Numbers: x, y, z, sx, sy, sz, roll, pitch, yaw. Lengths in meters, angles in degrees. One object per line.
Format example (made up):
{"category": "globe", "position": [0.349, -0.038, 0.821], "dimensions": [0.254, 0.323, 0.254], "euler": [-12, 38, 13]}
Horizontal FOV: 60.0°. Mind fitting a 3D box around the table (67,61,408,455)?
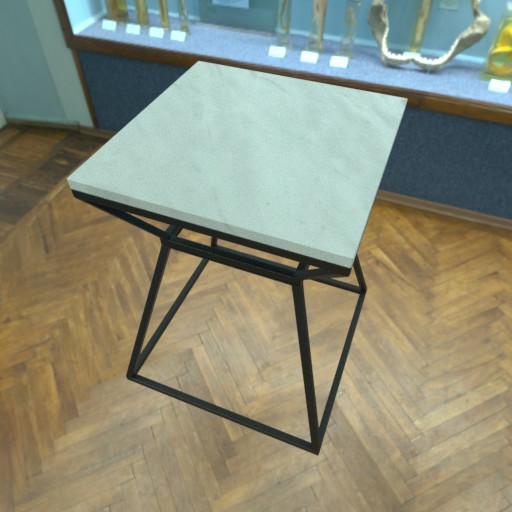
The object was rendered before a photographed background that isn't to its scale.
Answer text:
{"category": "table", "position": [0.000, 0.000, 0.895], "dimensions": [0.455, 0.559, 0.455], "euler": [16, 49, 15]}
